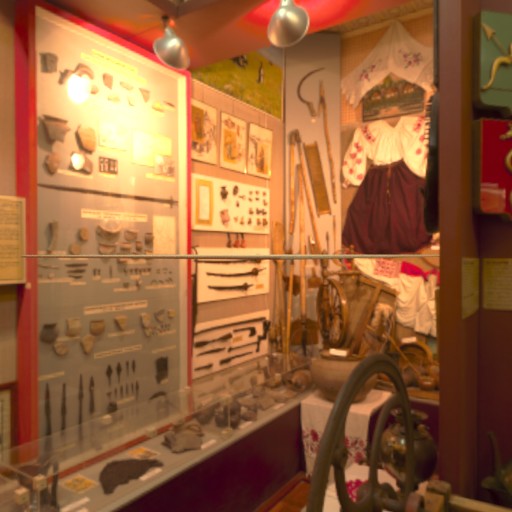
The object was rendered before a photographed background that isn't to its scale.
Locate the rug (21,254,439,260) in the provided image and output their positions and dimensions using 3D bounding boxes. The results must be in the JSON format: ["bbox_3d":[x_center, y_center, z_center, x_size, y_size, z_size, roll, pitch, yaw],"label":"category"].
[{"bbox_3d":[0.000,0.000,3.947,2.430,0.018,2.976,0,0,36],"label":"rug"}]
